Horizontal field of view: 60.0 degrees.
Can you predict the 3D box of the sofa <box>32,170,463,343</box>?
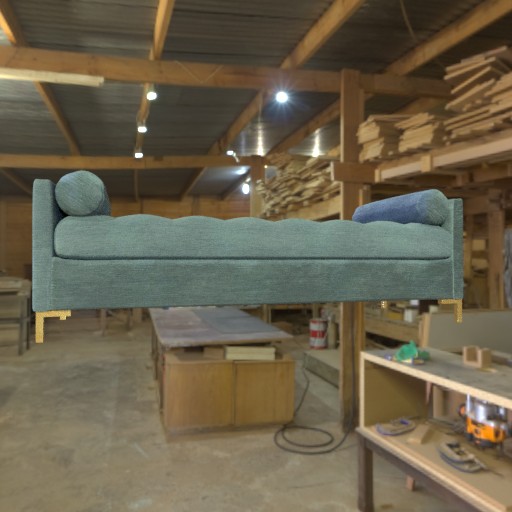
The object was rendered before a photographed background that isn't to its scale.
[{"bbox_3d":[0.000,0.000,2.414,2.102,0.705,0.796,0,-1,-16],"label":"sofa"}]
